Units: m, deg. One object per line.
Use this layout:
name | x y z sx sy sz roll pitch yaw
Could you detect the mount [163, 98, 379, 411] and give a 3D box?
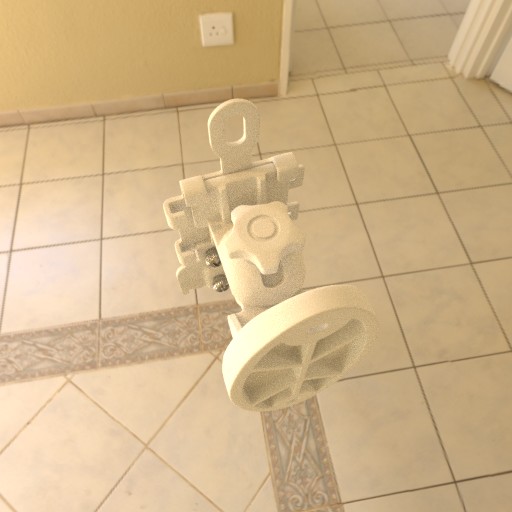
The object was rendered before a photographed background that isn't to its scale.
mount | 0.000 0.000 0.177 0.066 0.118 0.100 -16 61 -9
